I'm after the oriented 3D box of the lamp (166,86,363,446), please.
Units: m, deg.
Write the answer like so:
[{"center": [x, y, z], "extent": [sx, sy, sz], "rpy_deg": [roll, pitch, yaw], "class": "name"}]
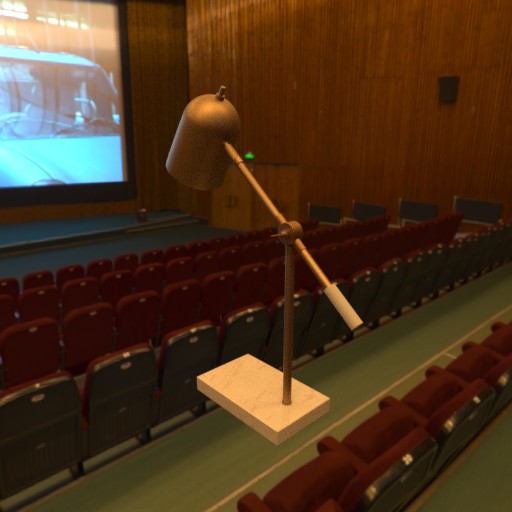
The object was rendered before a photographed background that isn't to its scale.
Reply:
[{"center": [0.000, 0.000, 0.823], "extent": [0.144, 0.603, 0.471], "rpy_deg": [-15, 22, -41], "class": "lamp"}]
